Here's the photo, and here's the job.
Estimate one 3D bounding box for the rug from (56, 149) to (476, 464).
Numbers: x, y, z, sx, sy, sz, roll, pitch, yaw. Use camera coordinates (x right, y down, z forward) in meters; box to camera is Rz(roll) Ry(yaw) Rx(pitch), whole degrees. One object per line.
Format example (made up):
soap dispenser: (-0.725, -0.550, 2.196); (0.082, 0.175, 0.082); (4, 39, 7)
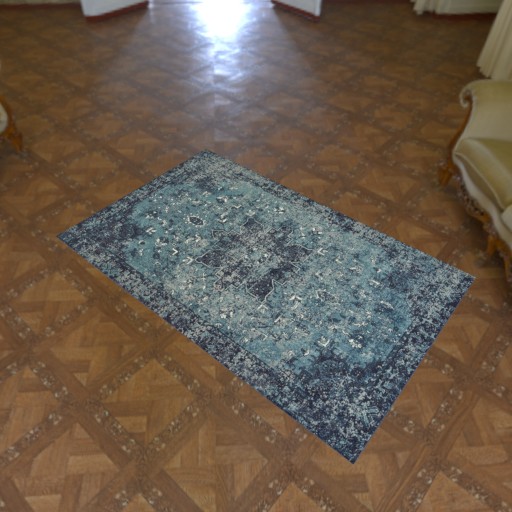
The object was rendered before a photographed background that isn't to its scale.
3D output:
rug: (0.000, 0.000, 3.009); (2.440, 0.007, 1.525); (30, 52, 27)
